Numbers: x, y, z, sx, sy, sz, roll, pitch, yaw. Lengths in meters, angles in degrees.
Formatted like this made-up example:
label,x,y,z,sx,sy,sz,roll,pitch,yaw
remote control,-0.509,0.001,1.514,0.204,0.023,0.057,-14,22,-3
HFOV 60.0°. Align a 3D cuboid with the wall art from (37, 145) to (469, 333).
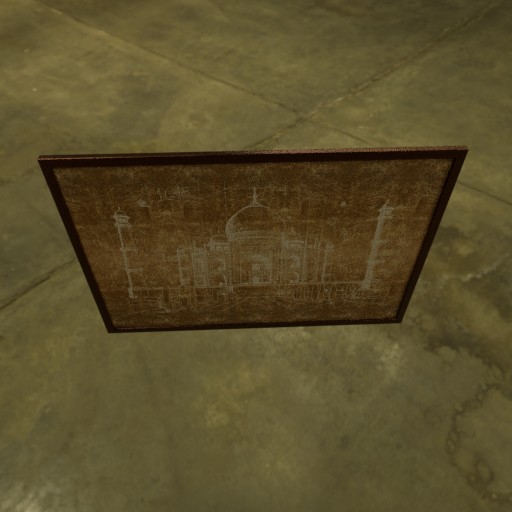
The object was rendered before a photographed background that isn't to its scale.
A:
label,x,y,z,sx,sy,sz,roll,pitch,yaw
wall art,0.000,0.000,1.040,0.816,0.559,0.014,-2,45,-2
